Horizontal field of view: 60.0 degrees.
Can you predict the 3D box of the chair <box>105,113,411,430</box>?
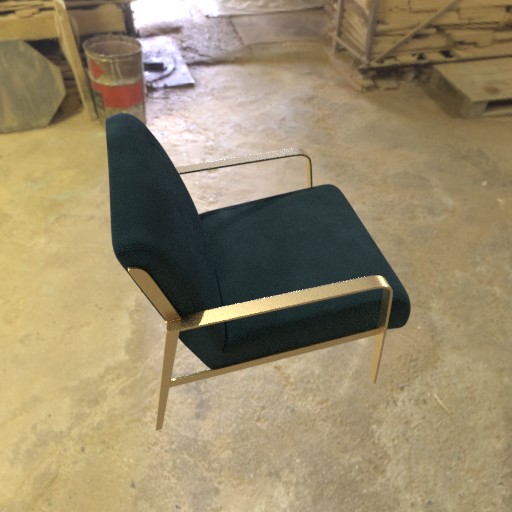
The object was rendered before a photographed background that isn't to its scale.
[{"bbox_3d":[0.000,0.000,1.474,0.859,0.831,0.692,-11,47,-10],"label":"chair"}]
